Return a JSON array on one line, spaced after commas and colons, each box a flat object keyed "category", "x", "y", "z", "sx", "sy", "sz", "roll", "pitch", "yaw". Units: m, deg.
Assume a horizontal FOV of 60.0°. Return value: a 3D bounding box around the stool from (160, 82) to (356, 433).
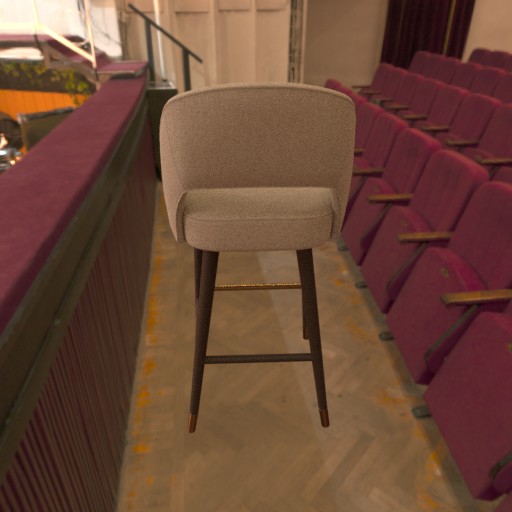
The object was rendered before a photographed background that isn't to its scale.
[{"category": "stool", "x": 0.000, "y": 0.000, "z": 1.323, "sx": 0.494, "sy": 1.037, "sz": 0.509, "roll": -1, "pitch": 29, "yaw": -2}]
